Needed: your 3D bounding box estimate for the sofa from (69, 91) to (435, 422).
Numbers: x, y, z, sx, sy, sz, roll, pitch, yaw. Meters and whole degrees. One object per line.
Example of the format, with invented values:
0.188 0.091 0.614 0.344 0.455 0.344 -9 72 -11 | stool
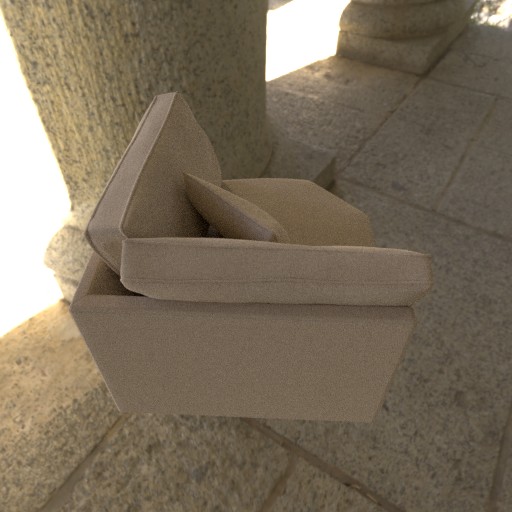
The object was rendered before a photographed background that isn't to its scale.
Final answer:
0.000 0.000 1.831 1.050 0.937 1.042 2 46 2 | sofa
